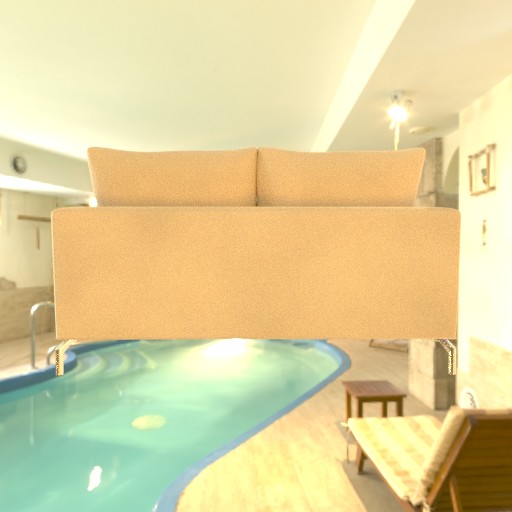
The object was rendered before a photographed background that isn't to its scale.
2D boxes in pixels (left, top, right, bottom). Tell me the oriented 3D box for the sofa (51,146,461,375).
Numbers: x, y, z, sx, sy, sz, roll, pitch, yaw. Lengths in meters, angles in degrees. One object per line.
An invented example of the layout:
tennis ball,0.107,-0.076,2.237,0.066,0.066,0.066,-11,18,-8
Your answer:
sofa,0.000,0.000,2.310,1.739,0.995,0.906,0,0,0
